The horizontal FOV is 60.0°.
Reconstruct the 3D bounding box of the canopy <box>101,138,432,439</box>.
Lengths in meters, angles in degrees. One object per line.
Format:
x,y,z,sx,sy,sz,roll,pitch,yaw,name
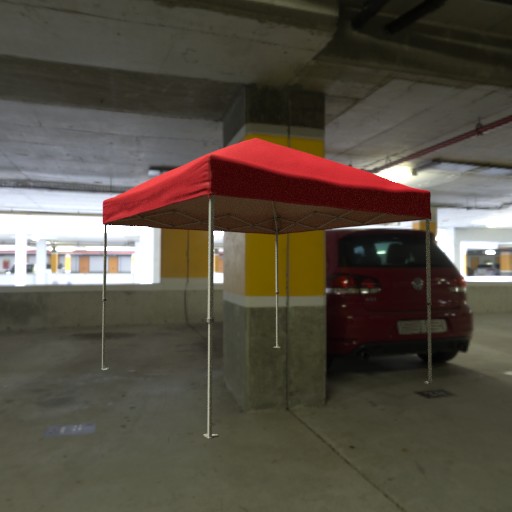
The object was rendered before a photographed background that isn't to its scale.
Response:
0.000,0.000,5.583,2.996,2.997,2.998,1,-2,-35,canopy
